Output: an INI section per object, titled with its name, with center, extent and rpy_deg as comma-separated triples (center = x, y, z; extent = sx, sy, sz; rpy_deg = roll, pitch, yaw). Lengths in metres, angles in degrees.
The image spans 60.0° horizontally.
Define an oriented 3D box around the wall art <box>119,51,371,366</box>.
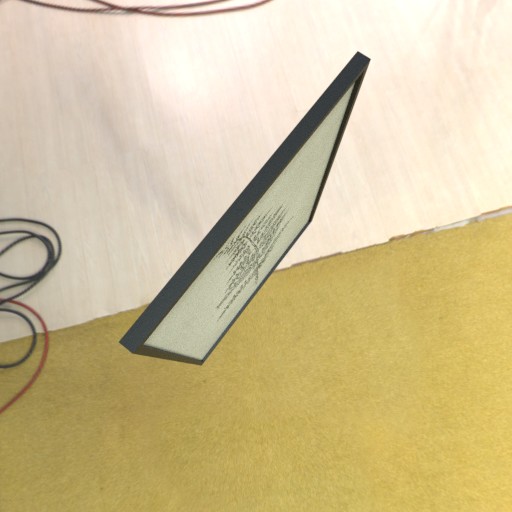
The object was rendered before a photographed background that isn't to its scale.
[wall art]
center = 0.000, 0.000, 1.421
extent = 0.036, 1.070, 0.802
rpy_deg = 36, 78, 9
